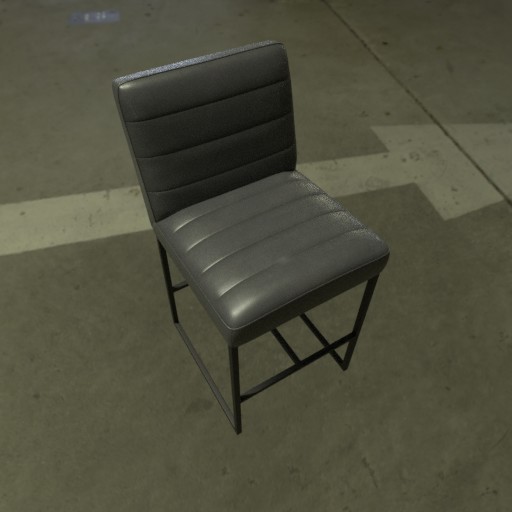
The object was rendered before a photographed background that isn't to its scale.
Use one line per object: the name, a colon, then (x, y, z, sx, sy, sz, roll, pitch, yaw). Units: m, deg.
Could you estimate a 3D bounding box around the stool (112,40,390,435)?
stool: (0.000, 0.000, 1.254, 0.457, 0.938, 0.552, -24, 52, -20)
